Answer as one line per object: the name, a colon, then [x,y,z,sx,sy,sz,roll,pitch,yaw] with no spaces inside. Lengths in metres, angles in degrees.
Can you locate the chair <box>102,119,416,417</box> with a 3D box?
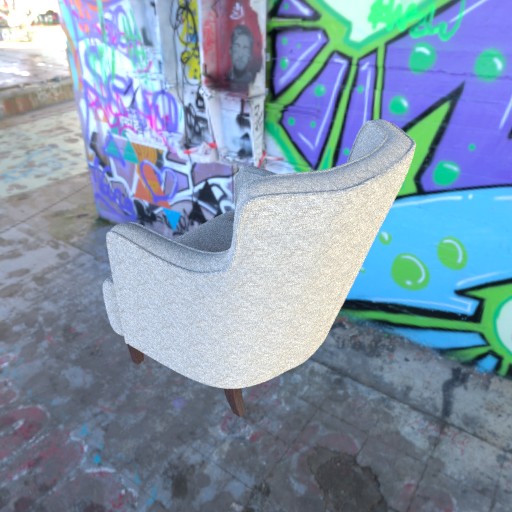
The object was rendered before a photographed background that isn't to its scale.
chair: [0.000,0.000,1.646,0.910,0.920,0.820,20,36,30]
